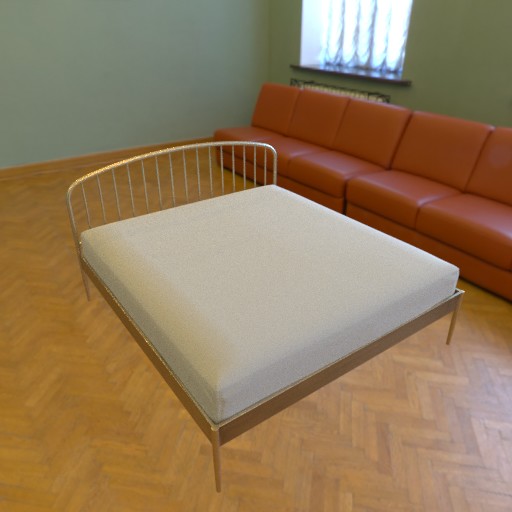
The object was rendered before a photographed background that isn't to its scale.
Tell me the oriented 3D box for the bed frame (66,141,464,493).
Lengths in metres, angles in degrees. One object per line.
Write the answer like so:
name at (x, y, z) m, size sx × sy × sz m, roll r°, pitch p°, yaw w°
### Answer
bed frame at (0.000, 0.000, 3.255) m, size 2.016 × 1.174 × 2.152 m, roll -19°, pitch 34°, yaw -31°
